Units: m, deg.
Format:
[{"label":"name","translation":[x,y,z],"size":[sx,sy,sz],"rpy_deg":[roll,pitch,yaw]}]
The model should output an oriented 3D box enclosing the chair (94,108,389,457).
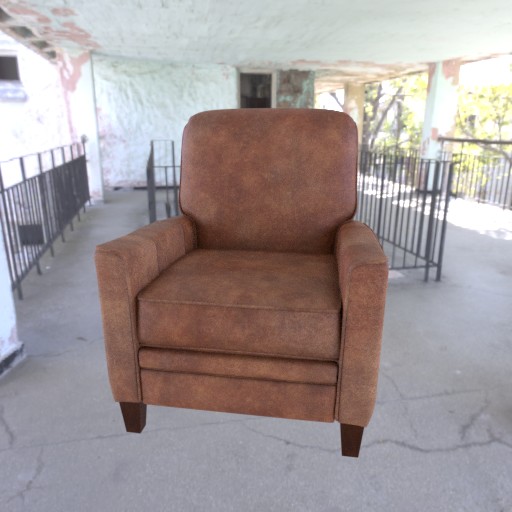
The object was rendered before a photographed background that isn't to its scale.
[{"label":"chair","translation":[0.000,0.000,1.608],"size":[0.843,1.043,0.836],"rpy_deg":[3,17,9]}]
